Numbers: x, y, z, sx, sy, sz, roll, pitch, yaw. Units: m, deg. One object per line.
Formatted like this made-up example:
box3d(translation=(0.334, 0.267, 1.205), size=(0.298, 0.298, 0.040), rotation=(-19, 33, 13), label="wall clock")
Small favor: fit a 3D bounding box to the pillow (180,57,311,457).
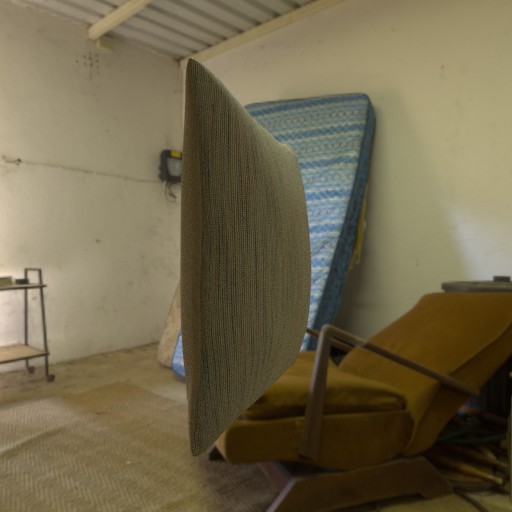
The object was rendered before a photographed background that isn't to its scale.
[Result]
box3d(translation=(0.000, 0.000, 0.797), size=(0.178, 0.506, 0.512), rotation=(0, 0, 19), label="pillow")
